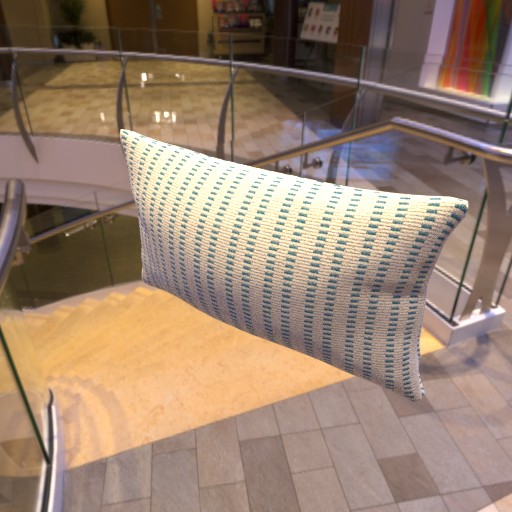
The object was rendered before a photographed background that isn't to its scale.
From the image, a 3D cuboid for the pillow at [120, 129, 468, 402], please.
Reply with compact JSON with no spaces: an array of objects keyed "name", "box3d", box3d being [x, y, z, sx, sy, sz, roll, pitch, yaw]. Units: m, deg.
[{"name":"pillow","box3d":[0.000,0.000,0.780,0.640,0.353,0.210,19,35,29]}]
